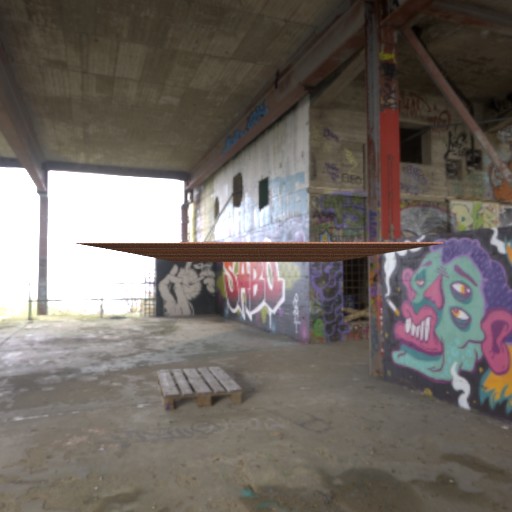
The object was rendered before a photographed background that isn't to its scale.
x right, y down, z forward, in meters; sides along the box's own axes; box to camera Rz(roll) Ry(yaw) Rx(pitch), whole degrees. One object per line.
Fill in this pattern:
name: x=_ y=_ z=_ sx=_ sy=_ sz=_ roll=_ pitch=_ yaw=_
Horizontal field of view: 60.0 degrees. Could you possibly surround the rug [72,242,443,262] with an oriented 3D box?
rug: x=0.000 y=0.000 z=3.027 sx=1.523 sy=0.008 sz=2.438 roll=0 pitch=-3 yaw=0
